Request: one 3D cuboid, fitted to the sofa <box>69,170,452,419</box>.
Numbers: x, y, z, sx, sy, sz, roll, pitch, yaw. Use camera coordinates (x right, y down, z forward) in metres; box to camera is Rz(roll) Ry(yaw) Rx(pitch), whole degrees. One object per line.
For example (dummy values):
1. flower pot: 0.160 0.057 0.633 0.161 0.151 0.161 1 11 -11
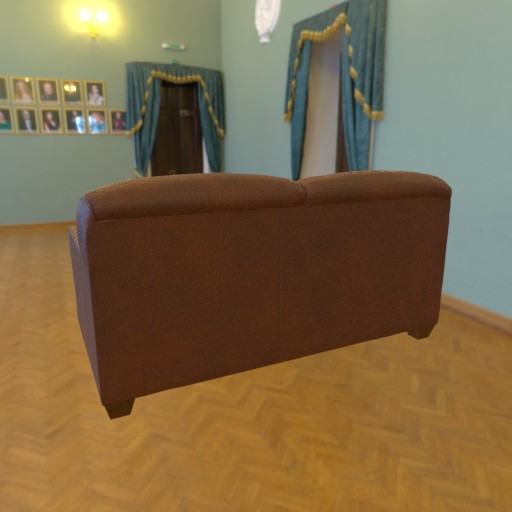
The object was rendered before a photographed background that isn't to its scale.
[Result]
1. sofa: 0.000 0.000 2.436 1.856 0.966 1.000 -7 16 -26
